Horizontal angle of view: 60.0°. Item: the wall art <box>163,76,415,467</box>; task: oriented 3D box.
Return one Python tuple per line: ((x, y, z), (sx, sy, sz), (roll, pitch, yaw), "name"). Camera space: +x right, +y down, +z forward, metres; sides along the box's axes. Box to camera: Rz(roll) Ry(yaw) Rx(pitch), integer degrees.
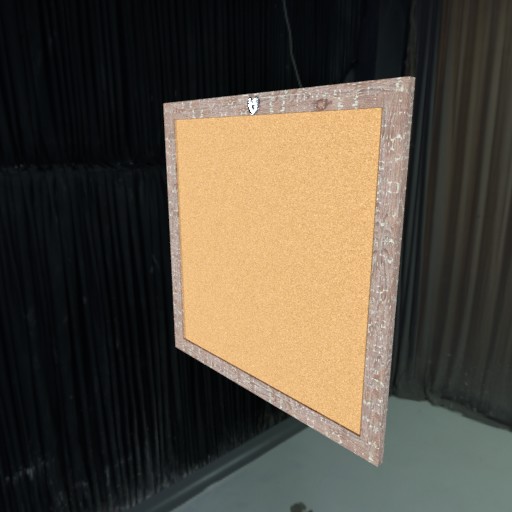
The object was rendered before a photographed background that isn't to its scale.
((0.000, 0.000, 0.557), (0.012, 0.384, 0.384), (-13, 20, -41), "wall art")
